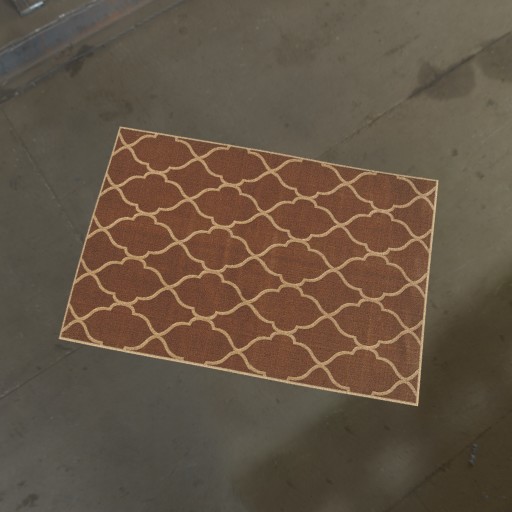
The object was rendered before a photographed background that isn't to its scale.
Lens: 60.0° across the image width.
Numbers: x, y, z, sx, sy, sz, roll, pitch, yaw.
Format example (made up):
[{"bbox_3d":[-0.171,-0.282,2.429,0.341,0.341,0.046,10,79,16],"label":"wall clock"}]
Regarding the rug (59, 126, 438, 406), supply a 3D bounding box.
[{"bbox_3d":[0.000,0.000,2.942,2.290,0.014,1.526,10,76,2],"label":"rug"}]
